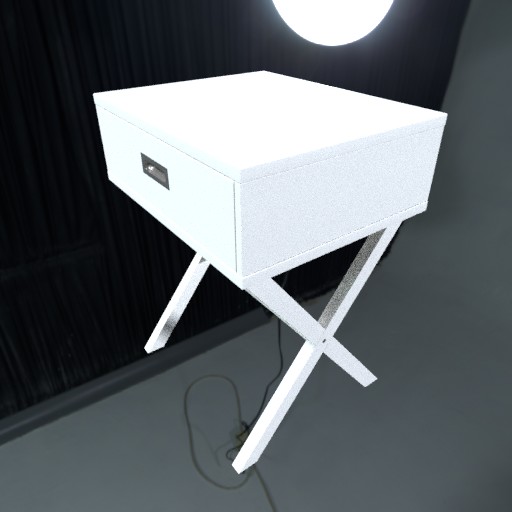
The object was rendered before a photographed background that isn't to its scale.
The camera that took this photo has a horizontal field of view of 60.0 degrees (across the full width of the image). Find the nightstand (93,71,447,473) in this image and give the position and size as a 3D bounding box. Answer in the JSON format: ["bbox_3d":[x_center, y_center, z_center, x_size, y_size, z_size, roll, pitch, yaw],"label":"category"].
[{"bbox_3d":[0.000,0.000,0.928,0.402,0.623,0.479,-22,38,-30],"label":"nightstand"}]
